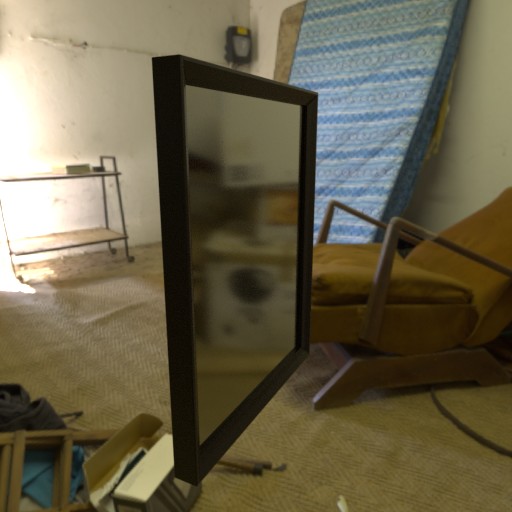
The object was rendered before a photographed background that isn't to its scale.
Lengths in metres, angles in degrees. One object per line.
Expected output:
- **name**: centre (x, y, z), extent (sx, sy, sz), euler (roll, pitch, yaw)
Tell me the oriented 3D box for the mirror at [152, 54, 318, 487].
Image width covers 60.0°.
- **mirror**: centre (0.000, 0.000, 0.683), extent (0.041, 0.509, 0.406), euler (7, 16, 26)
